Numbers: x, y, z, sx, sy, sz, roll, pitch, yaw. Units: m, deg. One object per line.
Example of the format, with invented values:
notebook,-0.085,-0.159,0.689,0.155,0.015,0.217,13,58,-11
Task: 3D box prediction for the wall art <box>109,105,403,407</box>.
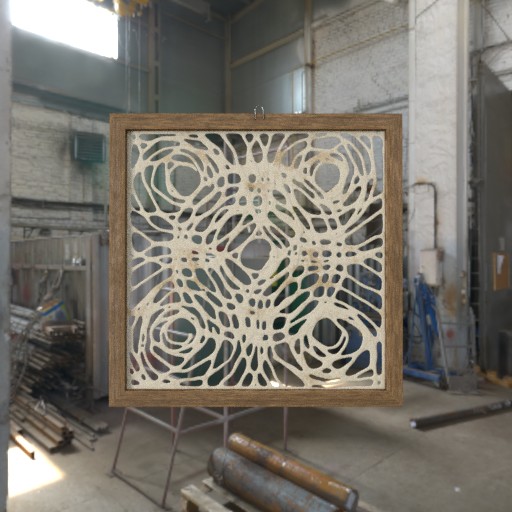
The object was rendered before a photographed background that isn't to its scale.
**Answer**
wall art,0.000,0.000,0.854,0.561,0.576,0.021,0,0,0
